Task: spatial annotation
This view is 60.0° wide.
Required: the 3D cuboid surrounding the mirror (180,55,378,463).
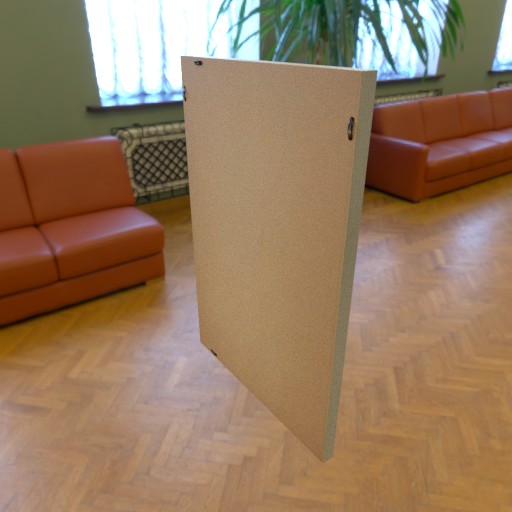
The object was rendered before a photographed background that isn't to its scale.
[{"bbox_3d":[0.000,0.000,1.134,0.041,0.915,0.609,-19,32,-32],"label":"mirror"}]
